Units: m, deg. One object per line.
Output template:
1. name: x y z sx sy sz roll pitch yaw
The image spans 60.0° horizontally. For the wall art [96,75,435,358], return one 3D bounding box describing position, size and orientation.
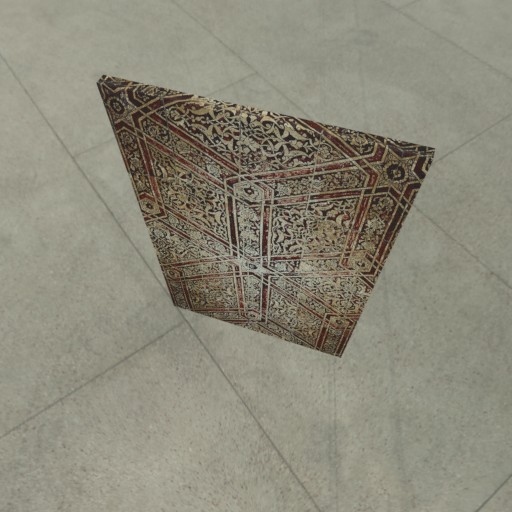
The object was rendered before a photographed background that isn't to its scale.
1. wall art: 0.000 0.000 1.137 0.599 0.904 0.030 16 59 10
